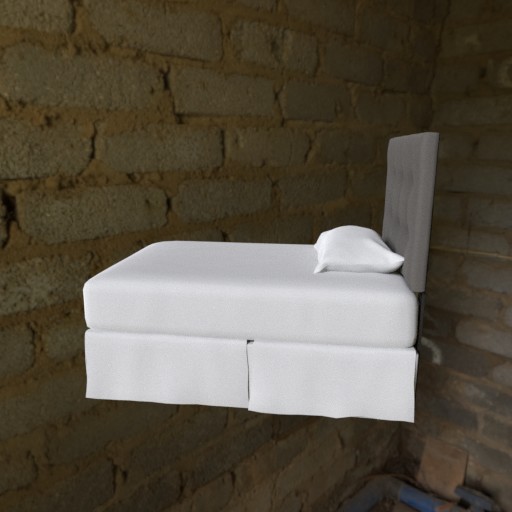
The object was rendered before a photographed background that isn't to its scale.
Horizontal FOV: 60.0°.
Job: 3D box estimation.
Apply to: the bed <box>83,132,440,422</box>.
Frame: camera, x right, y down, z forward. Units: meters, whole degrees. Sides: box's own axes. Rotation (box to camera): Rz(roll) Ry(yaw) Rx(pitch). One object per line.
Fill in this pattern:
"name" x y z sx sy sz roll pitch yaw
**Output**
"bed" 0.000 0.000 2.997 1.997 1.571 1.261 2 14 8
